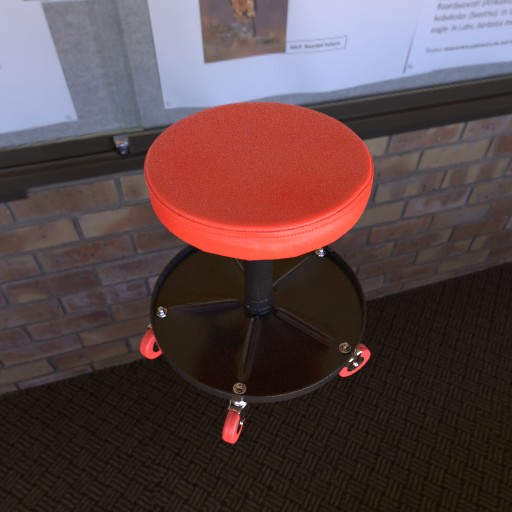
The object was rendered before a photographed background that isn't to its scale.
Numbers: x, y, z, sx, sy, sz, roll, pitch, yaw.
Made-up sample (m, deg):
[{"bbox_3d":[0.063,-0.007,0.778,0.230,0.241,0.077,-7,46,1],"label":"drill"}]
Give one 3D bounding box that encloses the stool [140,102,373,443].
[{"bbox_3d":[0.000,0.000,0.663,0.382,0.365,0.381,32,54,27],"label":"stool"}]
